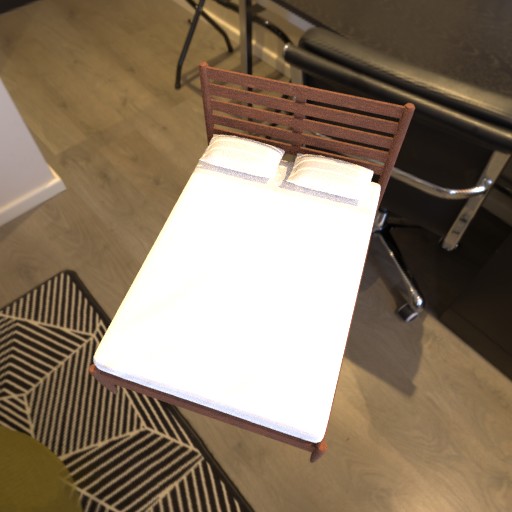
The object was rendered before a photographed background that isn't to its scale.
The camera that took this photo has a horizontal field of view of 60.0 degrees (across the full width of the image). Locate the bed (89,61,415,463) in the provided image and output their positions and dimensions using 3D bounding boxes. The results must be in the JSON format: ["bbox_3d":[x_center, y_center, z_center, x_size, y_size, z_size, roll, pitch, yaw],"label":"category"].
[{"bbox_3d":[0.000,0.000,3.020,1.509,1.304,2.093,15,59,10],"label":"bed"}]
